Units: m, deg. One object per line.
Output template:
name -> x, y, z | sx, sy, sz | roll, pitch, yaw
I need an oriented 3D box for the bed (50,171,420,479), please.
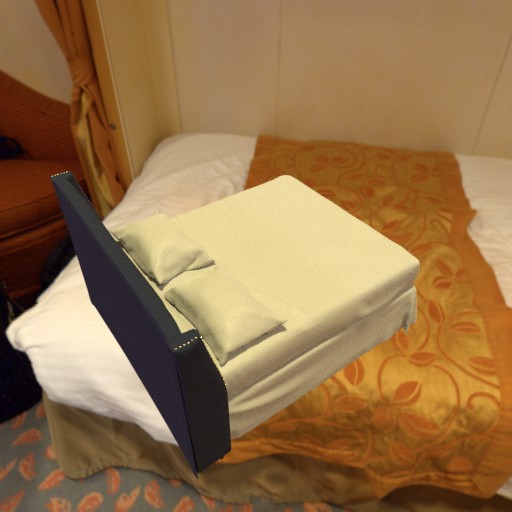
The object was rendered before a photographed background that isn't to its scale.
bed -> 0.000, 0.000, 3.464 | 2.276, 1.332, 1.925 | -25, 46, -26
